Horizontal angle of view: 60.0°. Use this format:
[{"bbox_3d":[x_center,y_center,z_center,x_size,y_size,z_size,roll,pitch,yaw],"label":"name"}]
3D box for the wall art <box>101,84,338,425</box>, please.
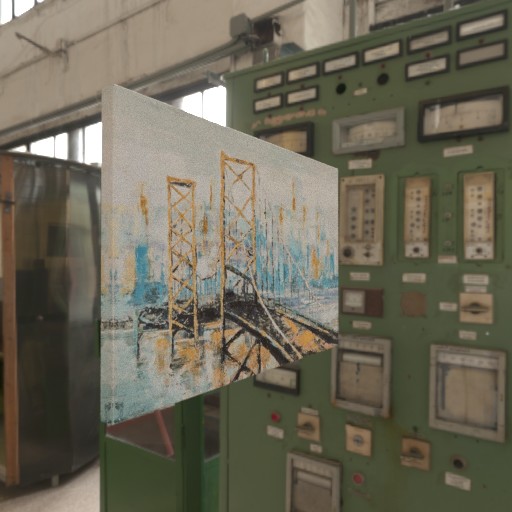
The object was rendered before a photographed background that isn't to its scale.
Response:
[{"bbox_3d":[0.000,0.000,1.167,0.038,0.609,0.913,0,-1,36],"label":"wall art"}]
